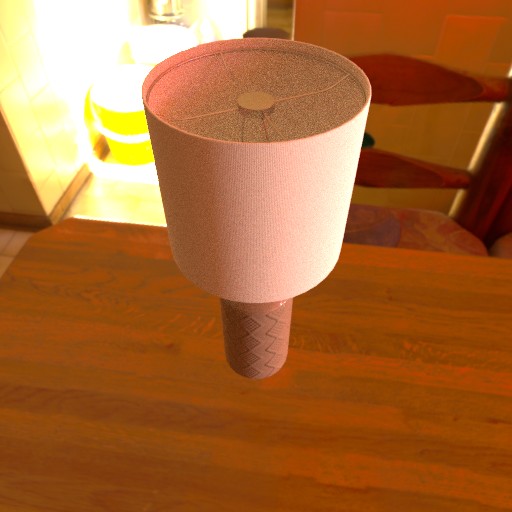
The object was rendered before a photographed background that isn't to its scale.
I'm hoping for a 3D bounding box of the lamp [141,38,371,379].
[{"bbox_3d":[0.000,0.000,0.569,0.207,0.461,0.207,-17,49,-15],"label":"lamp"}]
